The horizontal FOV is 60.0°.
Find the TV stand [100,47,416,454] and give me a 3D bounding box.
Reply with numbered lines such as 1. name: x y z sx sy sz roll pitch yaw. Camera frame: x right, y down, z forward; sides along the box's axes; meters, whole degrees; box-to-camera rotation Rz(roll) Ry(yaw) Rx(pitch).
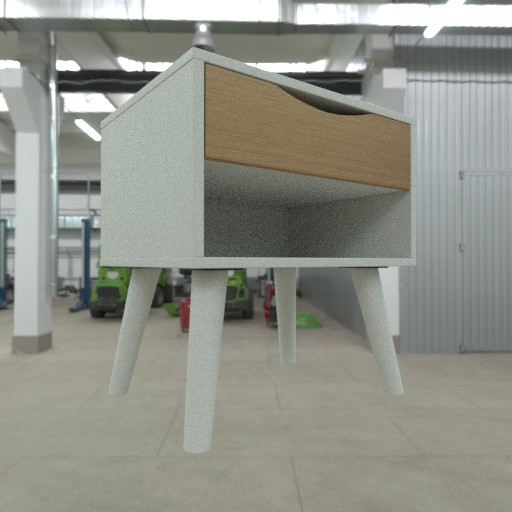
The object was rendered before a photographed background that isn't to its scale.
1. TV stand: 0.000 0.000 0.909 0.508 0.559 0.405 0 -1 -36
